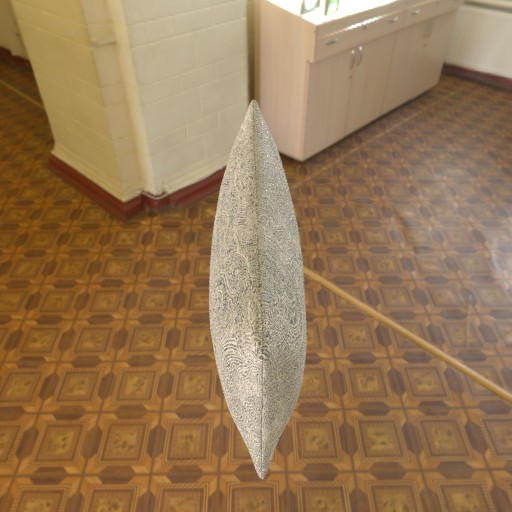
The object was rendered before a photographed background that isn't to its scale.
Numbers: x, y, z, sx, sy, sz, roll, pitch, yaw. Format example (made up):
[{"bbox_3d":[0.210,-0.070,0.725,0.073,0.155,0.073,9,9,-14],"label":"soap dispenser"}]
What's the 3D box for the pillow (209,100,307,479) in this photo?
[{"bbox_3d":[0.000,0.000,0.744,0.151,0.295,0.615,-1,41,-1],"label":"pillow"}]
